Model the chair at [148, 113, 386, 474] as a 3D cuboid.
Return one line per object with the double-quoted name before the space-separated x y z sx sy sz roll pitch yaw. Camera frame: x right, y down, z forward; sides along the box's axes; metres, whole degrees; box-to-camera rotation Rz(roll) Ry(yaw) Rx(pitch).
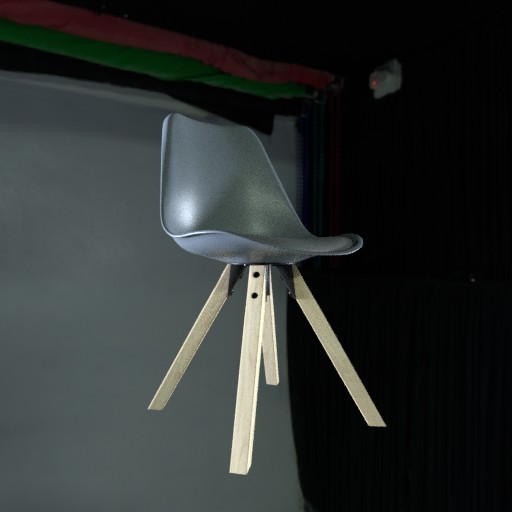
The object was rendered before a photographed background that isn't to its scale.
"chair" 0.000 0.000 1.188 0.485 0.850 0.550 0 0 -35
